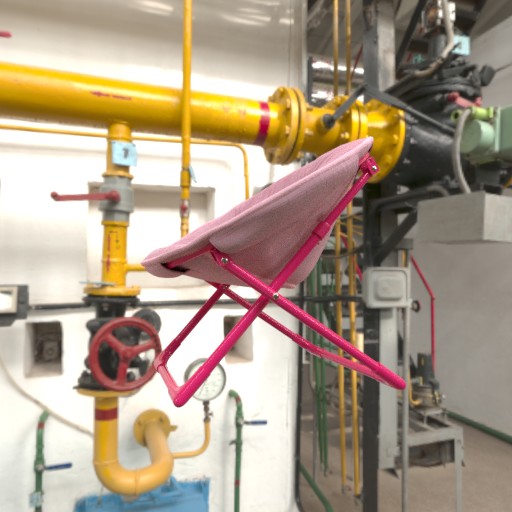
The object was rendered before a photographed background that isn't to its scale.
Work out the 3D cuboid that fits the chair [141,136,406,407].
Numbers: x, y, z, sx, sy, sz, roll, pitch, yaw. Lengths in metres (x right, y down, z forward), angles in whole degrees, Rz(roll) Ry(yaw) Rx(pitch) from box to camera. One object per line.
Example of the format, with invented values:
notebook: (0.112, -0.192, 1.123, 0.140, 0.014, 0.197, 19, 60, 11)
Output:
chair: (0.000, 0.000, 0.913, 0.459, 0.494, 0.522, 0, -2, -19)
